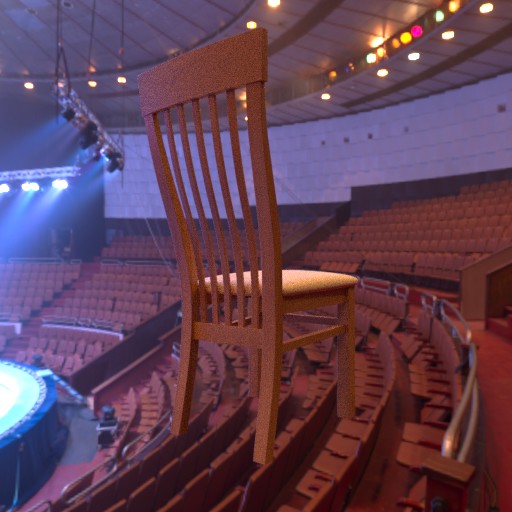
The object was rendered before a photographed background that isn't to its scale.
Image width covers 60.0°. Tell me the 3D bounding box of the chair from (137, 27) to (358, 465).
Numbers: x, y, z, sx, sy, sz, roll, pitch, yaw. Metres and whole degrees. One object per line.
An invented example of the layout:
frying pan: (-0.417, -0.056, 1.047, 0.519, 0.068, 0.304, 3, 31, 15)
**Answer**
chair: (0.000, 0.000, 1.370, 0.450, 1.050, 0.580, 0, -1, 37)
